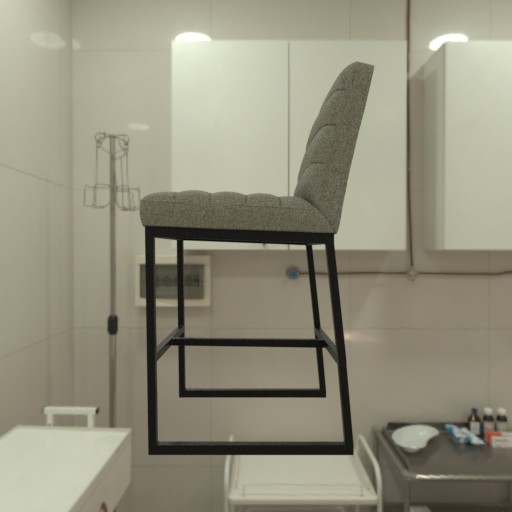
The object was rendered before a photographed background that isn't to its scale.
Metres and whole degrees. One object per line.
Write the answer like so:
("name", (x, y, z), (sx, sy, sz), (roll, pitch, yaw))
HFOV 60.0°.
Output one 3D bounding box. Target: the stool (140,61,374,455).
("stool", (0.000, 0.000, 1.264), (0.560, 0.940, 0.460), (0, 0, 0))
